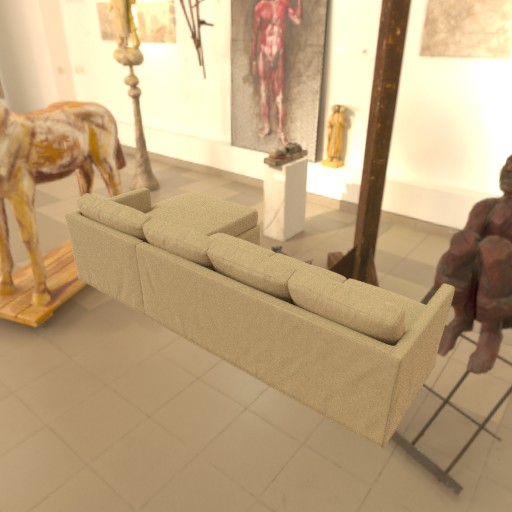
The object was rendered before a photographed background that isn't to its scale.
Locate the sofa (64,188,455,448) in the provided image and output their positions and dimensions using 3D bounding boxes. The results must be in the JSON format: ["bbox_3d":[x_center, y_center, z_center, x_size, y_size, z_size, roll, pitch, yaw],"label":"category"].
[{"bbox_3d":[0.000,0.000,3.823,3.177,0.867,1.622,20,34,33],"label":"sofa"}]
